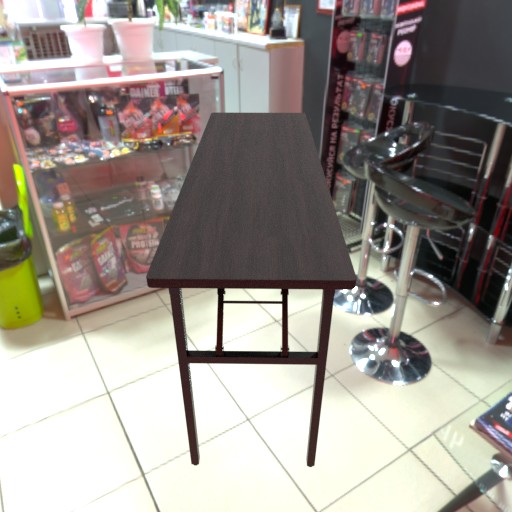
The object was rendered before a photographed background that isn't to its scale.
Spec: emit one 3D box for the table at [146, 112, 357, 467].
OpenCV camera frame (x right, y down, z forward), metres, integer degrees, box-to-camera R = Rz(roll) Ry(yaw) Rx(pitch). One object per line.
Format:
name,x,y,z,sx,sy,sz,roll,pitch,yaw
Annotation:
table,0.000,0.000,1.728,0.449,0.750,1.399,0,32,1
